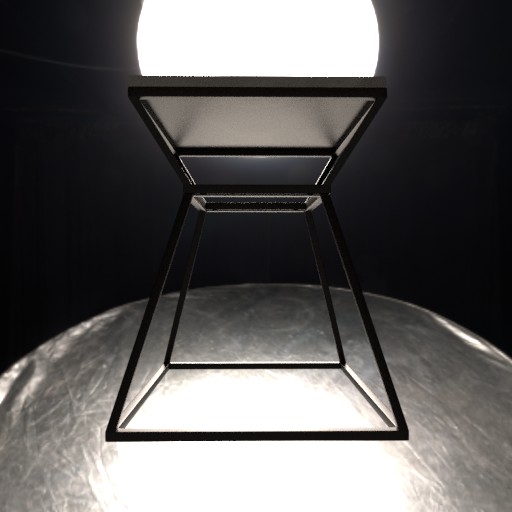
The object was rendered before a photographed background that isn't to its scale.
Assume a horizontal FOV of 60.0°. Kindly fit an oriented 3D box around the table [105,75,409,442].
[{"bbox_3d":[0.000,0.000,0.891,0.455,0.559,0.455,0,-1,-1],"label":"table"}]
